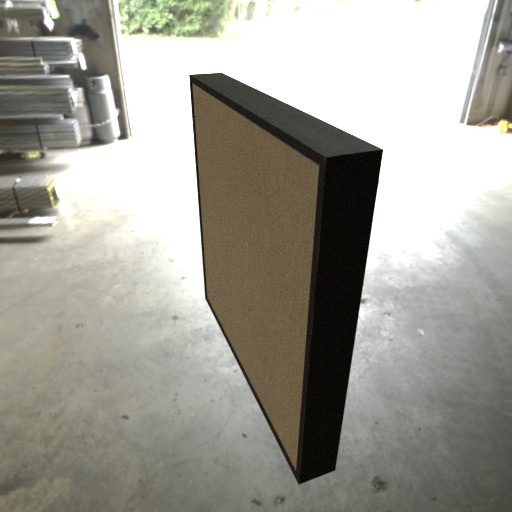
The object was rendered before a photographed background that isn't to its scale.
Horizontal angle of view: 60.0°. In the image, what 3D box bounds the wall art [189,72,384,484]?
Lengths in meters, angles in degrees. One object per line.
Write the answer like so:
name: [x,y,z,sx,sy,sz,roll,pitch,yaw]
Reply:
wall art: [0.000,0.000,0.450,0.038,0.305,0.305,-12,33,-18]
